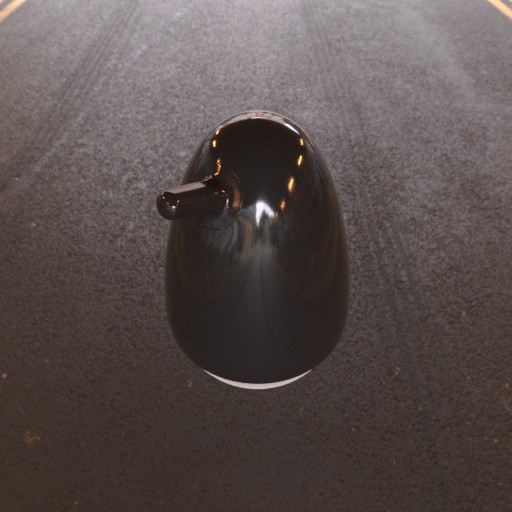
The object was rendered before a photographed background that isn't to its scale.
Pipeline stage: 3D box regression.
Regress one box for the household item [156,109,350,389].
[{"bbox_3d":[0.000,0.000,0.226,0.102,0.152,0.104,30,52,26],"label":"household item"}]
